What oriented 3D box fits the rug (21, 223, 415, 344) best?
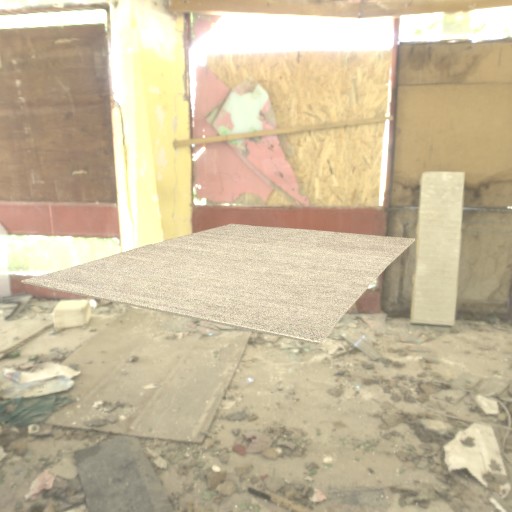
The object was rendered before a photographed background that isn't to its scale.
[{"bbox_3d":[0.000,0.000,4.232,2.434,0.045,3.202,7,15,27],"label":"rug"}]
